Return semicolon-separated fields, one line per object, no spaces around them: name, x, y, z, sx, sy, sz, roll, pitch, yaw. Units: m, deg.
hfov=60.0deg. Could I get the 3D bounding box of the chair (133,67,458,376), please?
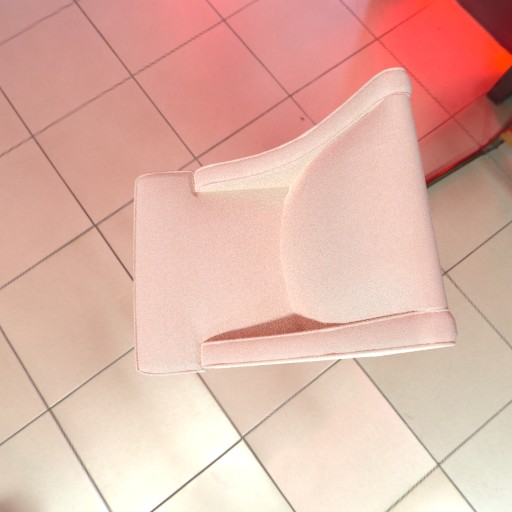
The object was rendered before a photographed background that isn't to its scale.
chair;0.000;0.000;1.405;0.806;0.886;0.689;-4;75;-1
